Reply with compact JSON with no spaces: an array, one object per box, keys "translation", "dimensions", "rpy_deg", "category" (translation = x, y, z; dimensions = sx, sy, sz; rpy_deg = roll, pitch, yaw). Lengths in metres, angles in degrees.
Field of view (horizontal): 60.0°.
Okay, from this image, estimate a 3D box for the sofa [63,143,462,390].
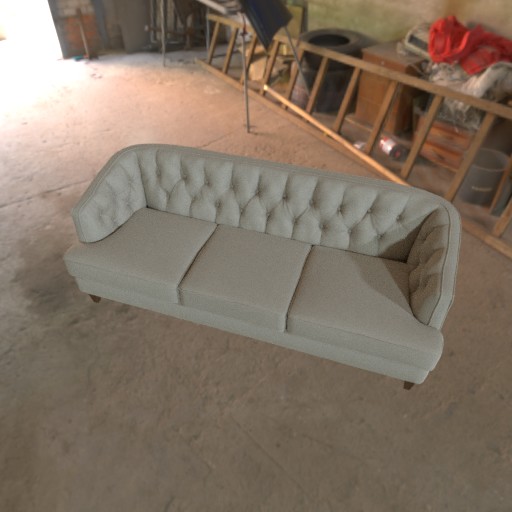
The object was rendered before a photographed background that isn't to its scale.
[{"translation":[0.000,0.000,2.813],"dimensions":[2.278,0.855,0.941],"rpy_deg":[13,43,14],"category":"sofa"}]
